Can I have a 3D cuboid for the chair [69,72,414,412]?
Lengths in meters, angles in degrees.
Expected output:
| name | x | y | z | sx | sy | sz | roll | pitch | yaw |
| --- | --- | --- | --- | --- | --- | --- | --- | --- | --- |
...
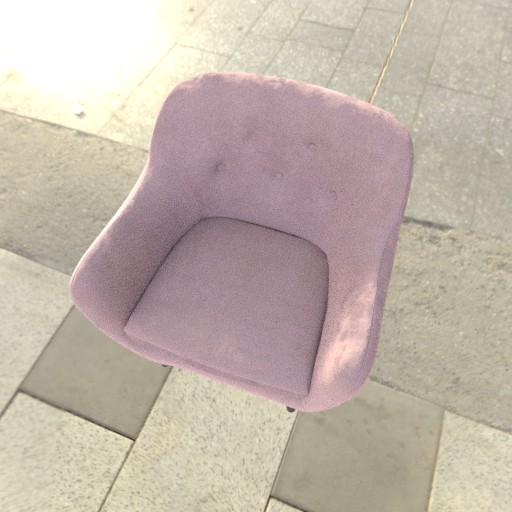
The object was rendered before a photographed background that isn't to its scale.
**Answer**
| name | x | y | z | sx | sy | sz | roll | pitch | yaw |
| --- | --- | --- | --- | --- | --- | --- | --- | --- | --- |
| chair | 0.000 | 0.000 | 1.476 | 0.840 | 0.820 | 0.820 | 17 | 59 | 10 |
